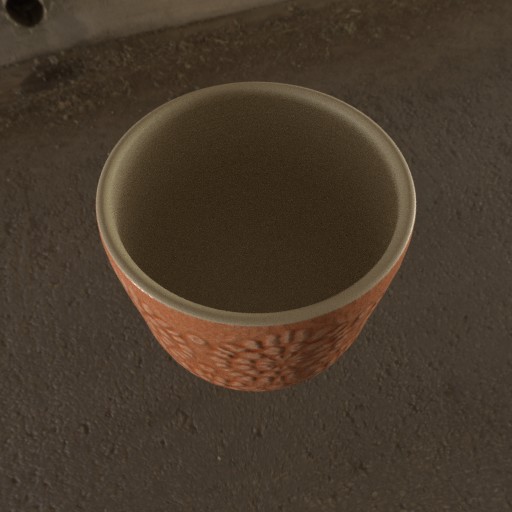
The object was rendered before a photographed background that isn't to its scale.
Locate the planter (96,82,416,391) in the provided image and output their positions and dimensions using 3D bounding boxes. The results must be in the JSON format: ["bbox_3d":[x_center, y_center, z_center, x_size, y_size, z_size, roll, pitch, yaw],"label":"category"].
[{"bbox_3d":[0.000,0.000,0.217,0.124,0.109,0.124,0,57,0],"label":"planter"}]
